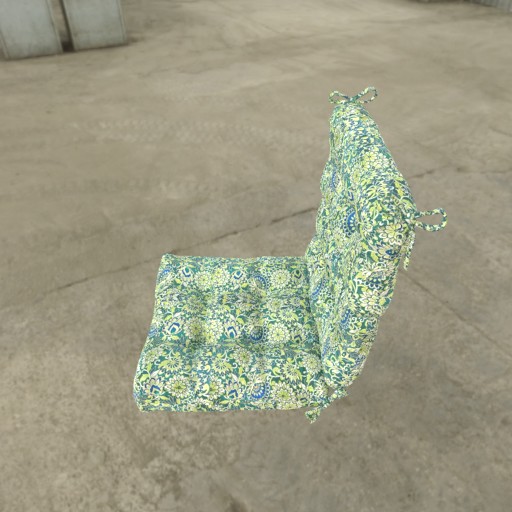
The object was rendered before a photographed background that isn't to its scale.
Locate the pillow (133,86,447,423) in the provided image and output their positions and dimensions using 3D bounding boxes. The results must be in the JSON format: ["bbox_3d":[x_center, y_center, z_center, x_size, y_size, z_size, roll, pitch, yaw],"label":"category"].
[{"bbox_3d":[0.000,0.000,1.017,0.571,0.605,0.519,-1,41,-1],"label":"pillow"}]
